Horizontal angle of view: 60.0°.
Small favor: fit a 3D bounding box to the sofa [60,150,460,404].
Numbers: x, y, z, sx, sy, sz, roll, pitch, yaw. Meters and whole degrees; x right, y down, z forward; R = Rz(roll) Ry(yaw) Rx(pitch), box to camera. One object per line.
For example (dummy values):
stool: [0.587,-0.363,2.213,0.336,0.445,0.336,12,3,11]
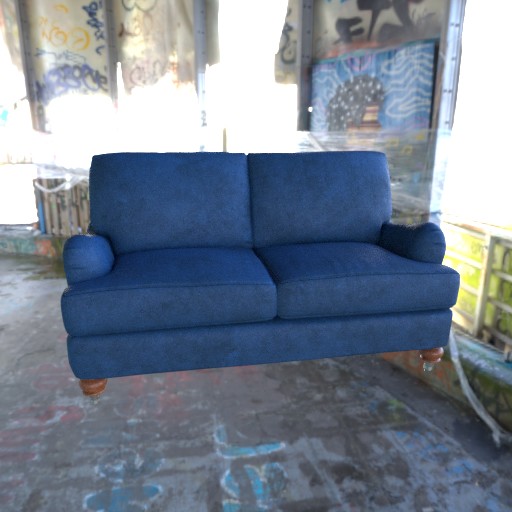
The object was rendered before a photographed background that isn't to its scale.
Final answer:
sofa: [0.000,0.000,2.422,1.853,1.101,1.084,-3,15,-10]
